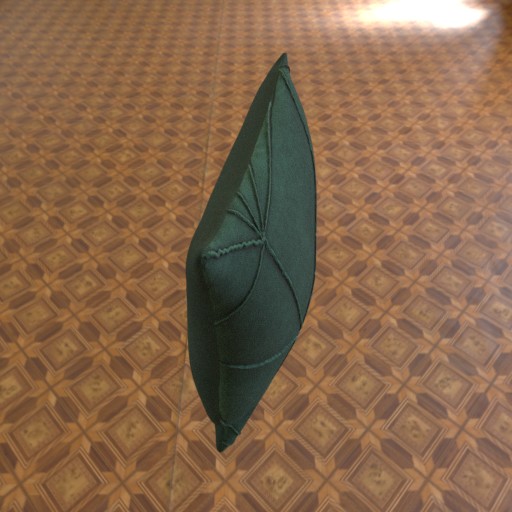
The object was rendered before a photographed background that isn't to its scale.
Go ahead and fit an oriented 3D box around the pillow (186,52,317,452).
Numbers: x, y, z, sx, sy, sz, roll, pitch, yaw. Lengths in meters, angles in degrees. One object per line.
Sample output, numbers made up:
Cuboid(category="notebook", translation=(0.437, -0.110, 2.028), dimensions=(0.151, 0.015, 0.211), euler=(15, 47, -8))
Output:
Cuboid(category="pillow", translation=(0.000, 0.000, 0.666), dimensions=(0.184, 0.440, 0.439), euler=(9, 48, 8))
